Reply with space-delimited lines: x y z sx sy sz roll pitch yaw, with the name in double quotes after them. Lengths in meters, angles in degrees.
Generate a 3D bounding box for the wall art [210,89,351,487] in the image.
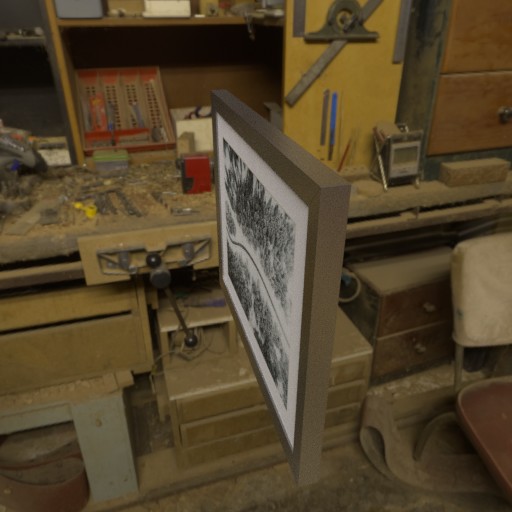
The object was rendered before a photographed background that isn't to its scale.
0.000 0.000 0.761 0.032 0.456 0.557 -8 31 -14 "wall art"
